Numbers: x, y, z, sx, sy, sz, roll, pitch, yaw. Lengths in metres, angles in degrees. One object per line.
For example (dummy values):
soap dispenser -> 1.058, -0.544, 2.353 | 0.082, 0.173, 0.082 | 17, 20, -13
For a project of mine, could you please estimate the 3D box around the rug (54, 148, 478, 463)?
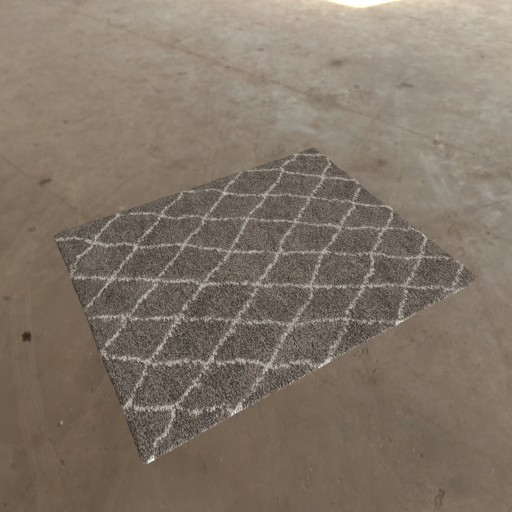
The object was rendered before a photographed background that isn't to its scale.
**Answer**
rug -> 0.000, 0.000, 4.020 | 3.047, 0.029, 2.438 | -23, 50, -21
